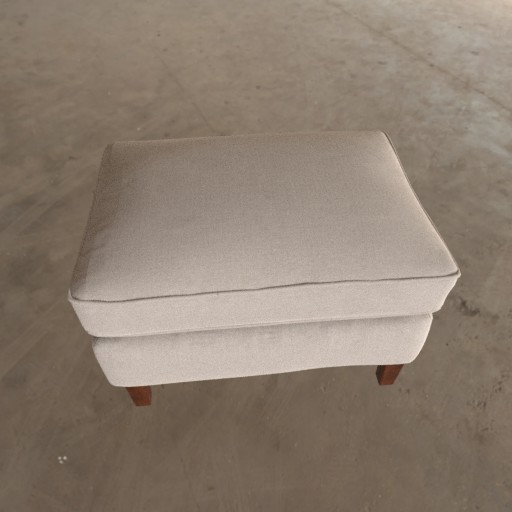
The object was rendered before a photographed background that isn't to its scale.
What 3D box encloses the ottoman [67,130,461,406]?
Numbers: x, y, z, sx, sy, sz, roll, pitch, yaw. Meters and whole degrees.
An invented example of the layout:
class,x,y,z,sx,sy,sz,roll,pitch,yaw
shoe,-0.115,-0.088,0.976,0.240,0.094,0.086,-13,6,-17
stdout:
class,x,y,z,sx,sy,sz,roll,pitch,yaw
ottoman,0.000,0.000,0.987,0.665,0.456,0.501,-4,47,-3
